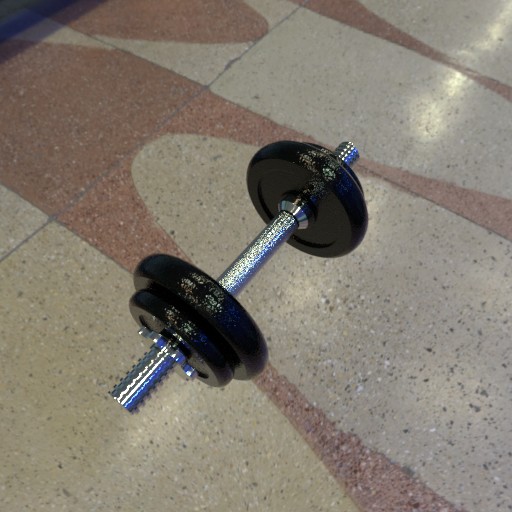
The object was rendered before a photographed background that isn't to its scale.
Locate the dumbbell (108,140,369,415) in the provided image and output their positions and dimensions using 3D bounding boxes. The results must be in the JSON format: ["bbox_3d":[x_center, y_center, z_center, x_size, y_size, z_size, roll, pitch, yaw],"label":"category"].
[{"bbox_3d":[0.000,0.000,0.600,0.202,0.202,0.497,32,62,19],"label":"dumbbell"}]
